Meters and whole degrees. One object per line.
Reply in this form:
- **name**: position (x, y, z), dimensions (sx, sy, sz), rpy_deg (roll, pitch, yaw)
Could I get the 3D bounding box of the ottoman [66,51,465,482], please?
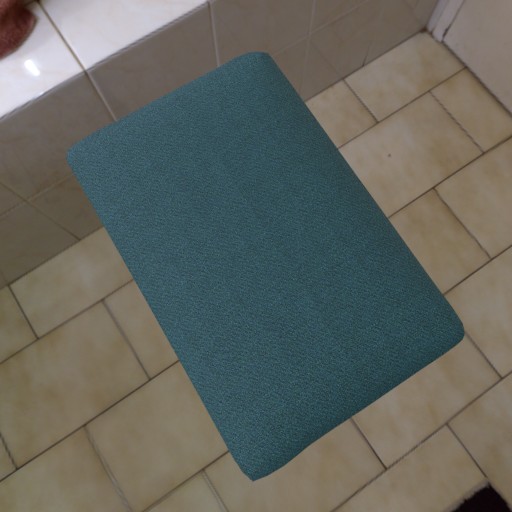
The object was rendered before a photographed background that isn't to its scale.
- **ottoman**: position (0.000, 0.000, 1.143), dimensions (0.563, 0.498, 0.856), rpy_deg (-31, 78, -7)
